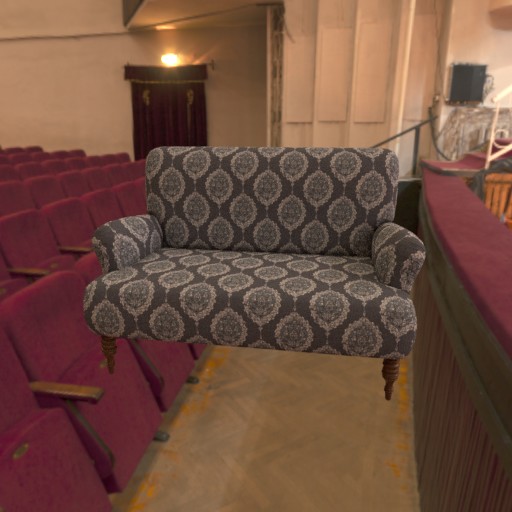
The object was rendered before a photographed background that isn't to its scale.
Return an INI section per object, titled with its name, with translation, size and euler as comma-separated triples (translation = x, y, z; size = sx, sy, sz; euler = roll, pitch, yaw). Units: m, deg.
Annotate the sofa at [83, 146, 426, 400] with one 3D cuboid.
[sofa]
translation = 0.000, 0.000, 1.871
size = 1.297, 0.867, 0.779
euler = 3, 16, 9
